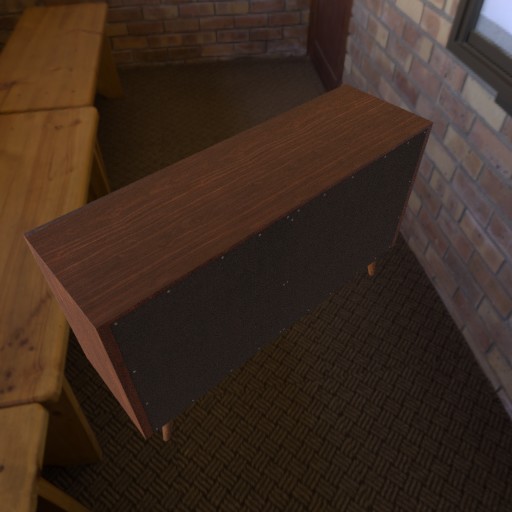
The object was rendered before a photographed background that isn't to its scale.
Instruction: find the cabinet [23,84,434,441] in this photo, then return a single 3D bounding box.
[{"bbox_3d":[0.000,0.000,1.989,1.575,0.940,0.505,-33,54,-28],"label":"cabinet"}]
